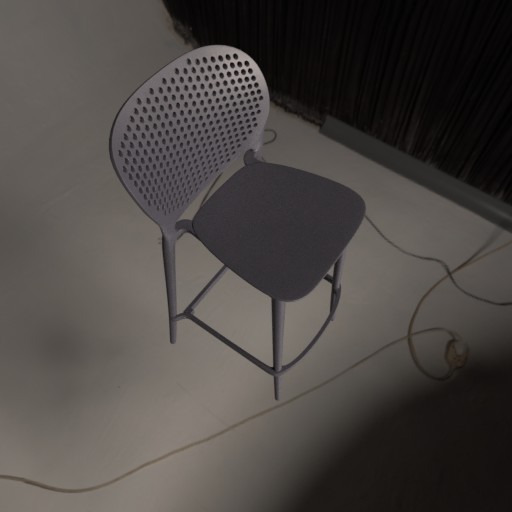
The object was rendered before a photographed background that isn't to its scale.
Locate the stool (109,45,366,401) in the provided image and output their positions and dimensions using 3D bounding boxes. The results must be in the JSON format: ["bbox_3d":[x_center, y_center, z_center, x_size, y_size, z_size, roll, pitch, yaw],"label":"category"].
[{"bbox_3d":[0.000,0.000,1.327,0.535,1.045,0.536,32,65,17],"label":"stool"}]
